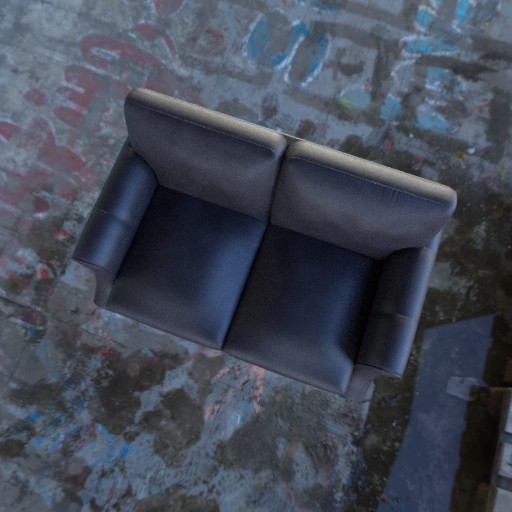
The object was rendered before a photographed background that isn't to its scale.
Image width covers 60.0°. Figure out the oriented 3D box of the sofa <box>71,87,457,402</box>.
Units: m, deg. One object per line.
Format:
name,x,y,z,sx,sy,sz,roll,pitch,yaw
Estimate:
sofa,0.000,0.000,2.272,1.663,0.979,1.030,19,77,5
